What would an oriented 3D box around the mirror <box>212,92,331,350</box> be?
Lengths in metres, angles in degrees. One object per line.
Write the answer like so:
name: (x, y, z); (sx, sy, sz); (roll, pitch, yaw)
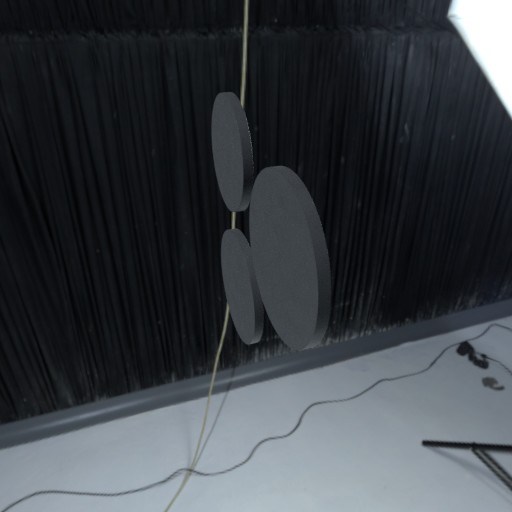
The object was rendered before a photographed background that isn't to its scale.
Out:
mirror: (0.000, 0.000, 3.289); (0.076, 2.096, 2.160); (-10, 31, -16)
